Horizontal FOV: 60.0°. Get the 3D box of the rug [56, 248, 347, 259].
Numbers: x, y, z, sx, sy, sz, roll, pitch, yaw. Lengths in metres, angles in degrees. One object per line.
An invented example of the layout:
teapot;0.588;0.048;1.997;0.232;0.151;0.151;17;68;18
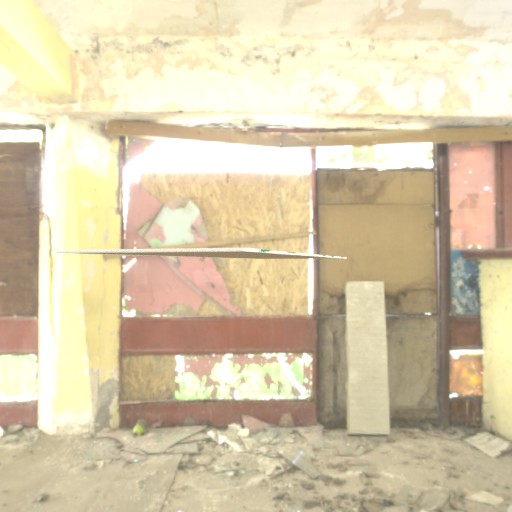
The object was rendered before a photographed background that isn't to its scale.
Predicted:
rug;0.000;0.000;2.700;0.768;0.012;2.438;0;-1;19
